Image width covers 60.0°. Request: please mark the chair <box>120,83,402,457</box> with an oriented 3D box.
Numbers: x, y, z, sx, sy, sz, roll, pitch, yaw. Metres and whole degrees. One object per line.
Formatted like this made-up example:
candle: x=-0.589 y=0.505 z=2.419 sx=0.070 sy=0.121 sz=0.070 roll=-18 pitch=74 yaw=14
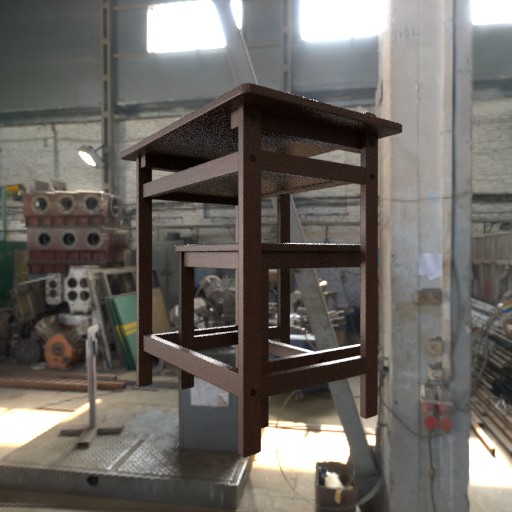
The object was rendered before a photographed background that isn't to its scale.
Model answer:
chair: x=0.000 y=0.000 z=1.058 sx=0.463 sy=0.673 sz=0.599 roll=0 pitch=0 yaw=-35
